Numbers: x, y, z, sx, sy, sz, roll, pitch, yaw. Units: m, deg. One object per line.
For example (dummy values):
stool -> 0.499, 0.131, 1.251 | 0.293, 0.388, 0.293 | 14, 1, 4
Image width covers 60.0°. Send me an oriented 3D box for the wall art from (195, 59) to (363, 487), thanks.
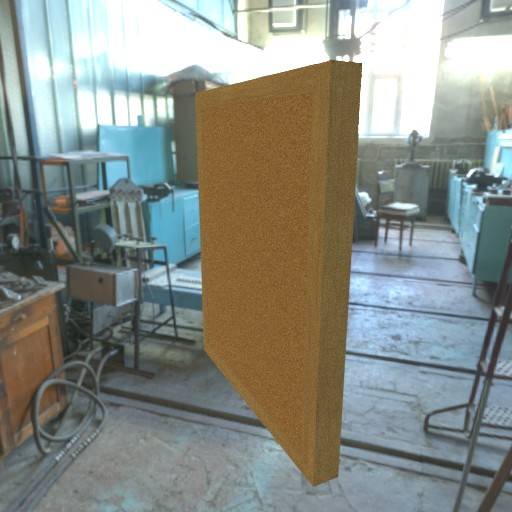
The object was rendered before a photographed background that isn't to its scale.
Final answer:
wall art -> 0.000, 0.000, 0.517 | 0.030, 0.380, 0.312 | -7, 17, -25
